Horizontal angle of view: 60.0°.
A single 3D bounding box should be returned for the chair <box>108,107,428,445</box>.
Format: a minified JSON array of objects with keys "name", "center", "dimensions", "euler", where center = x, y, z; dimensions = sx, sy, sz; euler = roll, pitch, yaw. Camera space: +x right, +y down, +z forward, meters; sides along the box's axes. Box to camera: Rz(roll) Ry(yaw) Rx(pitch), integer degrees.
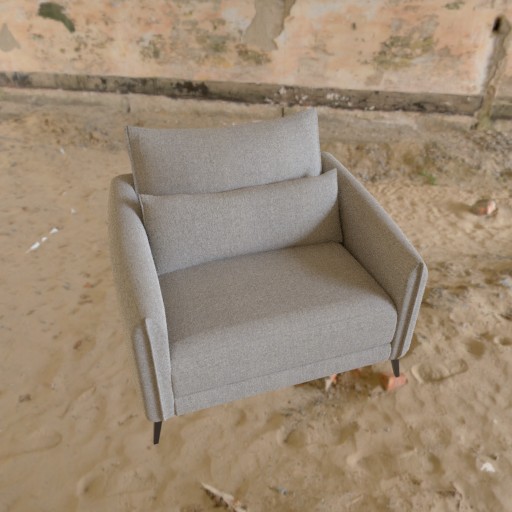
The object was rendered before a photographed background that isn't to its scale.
[{"name":"chair","center":[0.000,0.000,1.648],"dimensions":[1.029,0.856,0.801],"euler":[-10,34,-15]}]
